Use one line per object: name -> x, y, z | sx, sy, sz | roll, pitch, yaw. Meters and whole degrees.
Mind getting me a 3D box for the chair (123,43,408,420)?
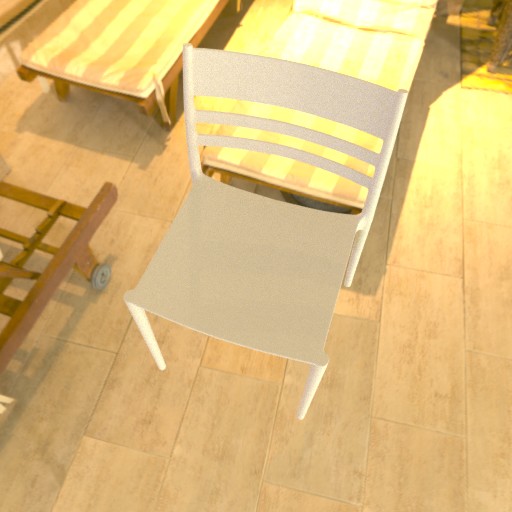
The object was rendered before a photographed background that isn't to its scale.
chair -> 0.000, 0.000, 1.120 | 0.531, 0.800, 0.511 | 16, 60, 10
